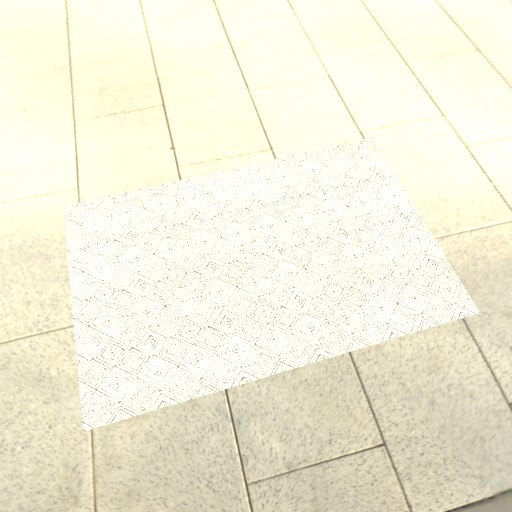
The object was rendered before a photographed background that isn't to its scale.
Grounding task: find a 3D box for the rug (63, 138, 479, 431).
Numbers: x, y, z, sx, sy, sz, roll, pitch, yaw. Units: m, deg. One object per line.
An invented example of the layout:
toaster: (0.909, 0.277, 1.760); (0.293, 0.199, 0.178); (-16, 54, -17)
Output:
rug: (0.000, 0.000, 2.190); (1.783, 0.008, 1.175); (-14, 59, -9)
